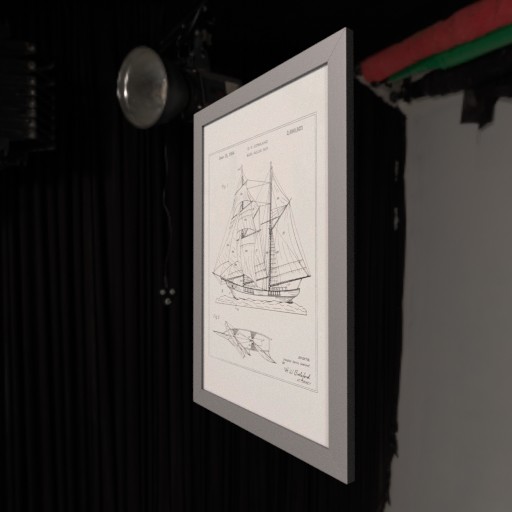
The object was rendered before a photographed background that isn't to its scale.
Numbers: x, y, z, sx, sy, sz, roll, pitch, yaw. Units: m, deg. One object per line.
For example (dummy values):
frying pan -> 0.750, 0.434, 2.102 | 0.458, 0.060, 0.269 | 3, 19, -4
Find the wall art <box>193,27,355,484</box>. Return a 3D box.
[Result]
wall art -> 0.000, 0.000, 0.674 | 0.013, 0.534, 0.380 | 1, -1, -36
